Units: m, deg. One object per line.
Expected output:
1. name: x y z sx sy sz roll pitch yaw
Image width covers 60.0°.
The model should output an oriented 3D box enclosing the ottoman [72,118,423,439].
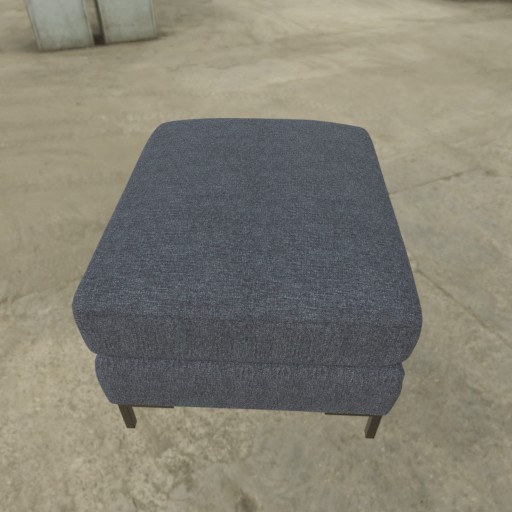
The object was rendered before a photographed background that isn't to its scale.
1. ottoman: 0.000 0.000 1.275 0.695 0.533 0.831 2 41 2
